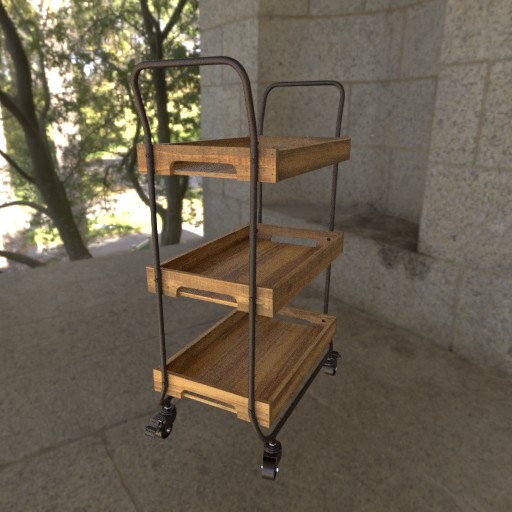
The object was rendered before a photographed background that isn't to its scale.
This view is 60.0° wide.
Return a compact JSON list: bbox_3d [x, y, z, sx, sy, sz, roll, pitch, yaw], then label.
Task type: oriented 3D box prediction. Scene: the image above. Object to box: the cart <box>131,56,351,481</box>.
[{"bbox_3d":[0.000,0.000,1.117,0.339,0.857,0.583,9,19,25],"label":"cart"}]
